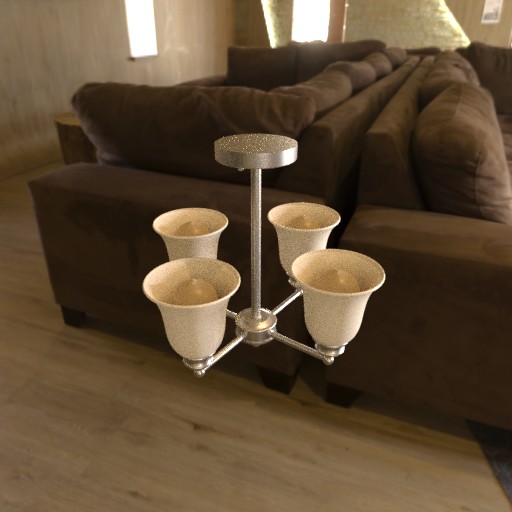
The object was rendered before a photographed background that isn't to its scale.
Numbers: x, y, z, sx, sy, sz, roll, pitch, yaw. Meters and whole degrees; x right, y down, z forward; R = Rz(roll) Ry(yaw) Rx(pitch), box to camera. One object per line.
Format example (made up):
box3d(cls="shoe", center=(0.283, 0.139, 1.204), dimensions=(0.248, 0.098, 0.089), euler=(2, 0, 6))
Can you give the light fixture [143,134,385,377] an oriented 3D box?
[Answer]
box3d(cls="light fixture", center=(0.000, 0.000, 0.728), dimensions=(0.427, 0.370, 0.427), euler=(19, 33, 32))
